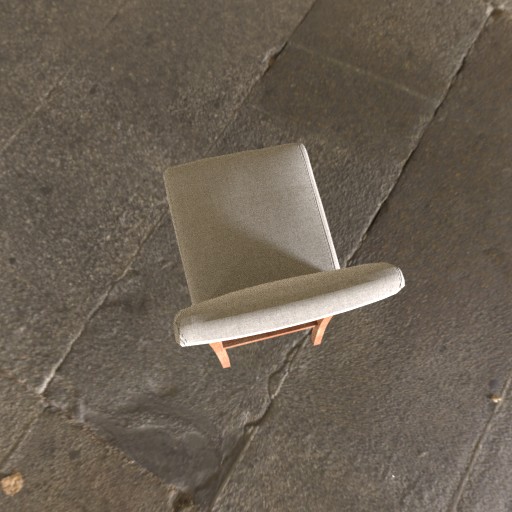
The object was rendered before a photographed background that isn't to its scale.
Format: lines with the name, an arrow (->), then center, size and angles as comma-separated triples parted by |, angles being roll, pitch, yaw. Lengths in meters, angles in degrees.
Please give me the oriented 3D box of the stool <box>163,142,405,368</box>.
stool -> 0.000, 0.000, 1.366 | 0.439, 1.088, 0.570 | -13, 74, -4
